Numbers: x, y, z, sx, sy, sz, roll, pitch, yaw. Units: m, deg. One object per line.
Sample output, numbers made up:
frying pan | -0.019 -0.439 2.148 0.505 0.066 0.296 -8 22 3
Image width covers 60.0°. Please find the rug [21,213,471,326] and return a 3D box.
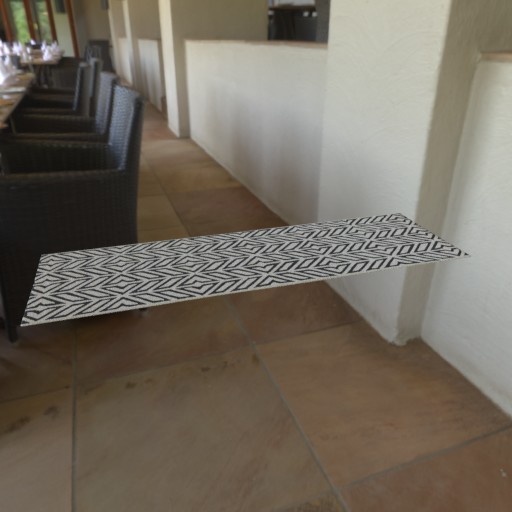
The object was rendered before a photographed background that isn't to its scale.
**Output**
rug | 0.000 0.000 2.627 2.435 0.009 0.750 -8 27 -15
